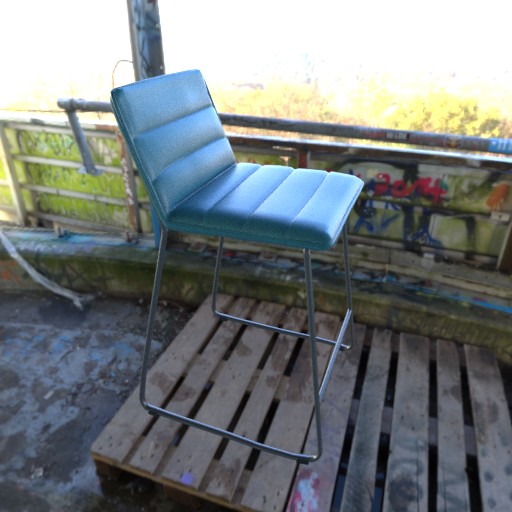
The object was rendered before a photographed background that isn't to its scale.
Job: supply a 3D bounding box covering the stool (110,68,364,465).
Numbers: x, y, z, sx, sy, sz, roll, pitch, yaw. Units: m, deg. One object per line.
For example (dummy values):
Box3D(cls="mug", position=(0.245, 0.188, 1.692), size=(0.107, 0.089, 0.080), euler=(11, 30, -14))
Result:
Box3D(cls="stool", position=(0.000, 0.000, 1.167), size=(0.524, 0.866, 0.489), euler=(11, 31, 18))
